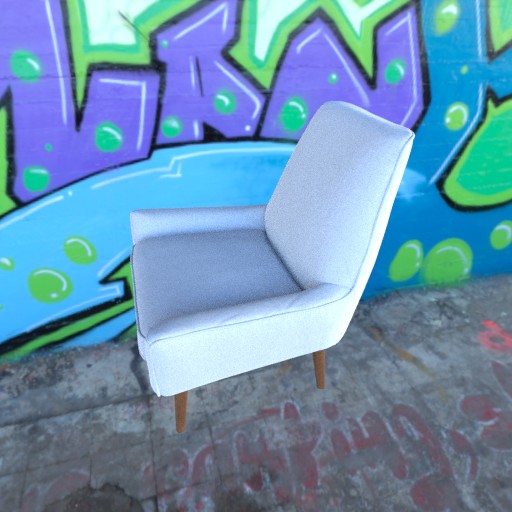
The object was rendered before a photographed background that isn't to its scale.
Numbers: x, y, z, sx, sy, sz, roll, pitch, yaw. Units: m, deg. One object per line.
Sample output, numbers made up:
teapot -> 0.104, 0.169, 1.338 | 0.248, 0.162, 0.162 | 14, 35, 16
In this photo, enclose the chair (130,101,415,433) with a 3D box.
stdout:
chair -> 0.000, 0.000, 1.481 | 0.822, 0.888, 0.787 | -9, 31, -14
